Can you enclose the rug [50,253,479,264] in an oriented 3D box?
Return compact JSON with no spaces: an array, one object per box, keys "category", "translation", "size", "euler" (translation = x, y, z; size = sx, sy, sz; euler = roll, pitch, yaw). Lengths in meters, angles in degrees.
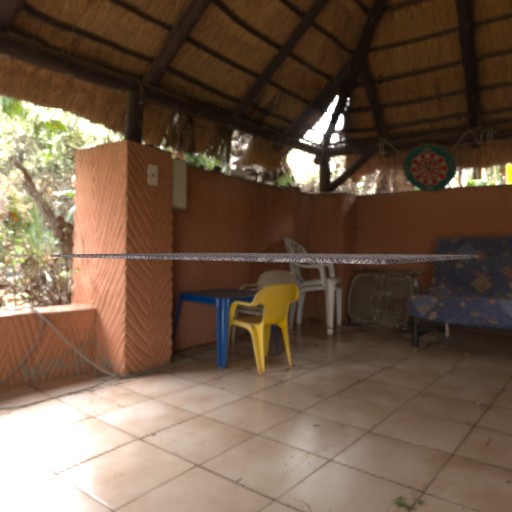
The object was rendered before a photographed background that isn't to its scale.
[{"category":"rug","translation":[0.000,0.000,2.829],"size":[2.298,0.017,1.501],"euler":[1,1,38]}]
